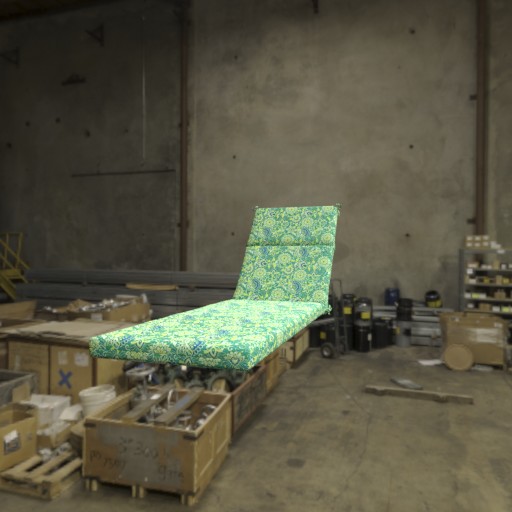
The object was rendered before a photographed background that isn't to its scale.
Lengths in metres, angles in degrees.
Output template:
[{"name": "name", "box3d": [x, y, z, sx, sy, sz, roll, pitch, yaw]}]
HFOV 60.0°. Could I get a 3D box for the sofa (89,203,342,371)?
[{"name": "sofa", "box3d": [0.000, 0.000, 2.031, 0.582, 0.622, 1.663, 0, 1, 18]}]
